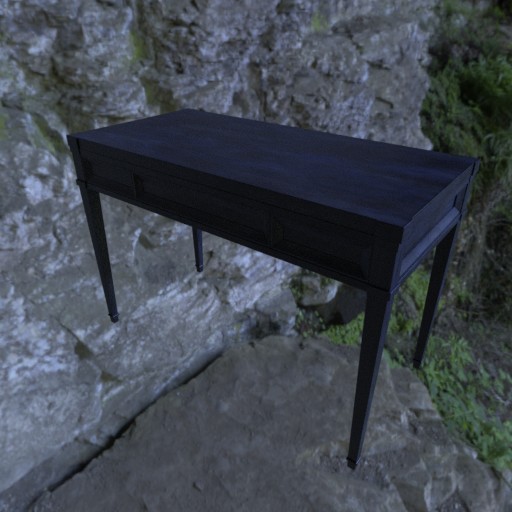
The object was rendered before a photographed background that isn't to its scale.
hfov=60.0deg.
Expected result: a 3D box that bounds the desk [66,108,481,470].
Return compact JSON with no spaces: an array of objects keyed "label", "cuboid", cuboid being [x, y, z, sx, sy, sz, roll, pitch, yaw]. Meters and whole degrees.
[{"label":"desk","cuboid":[0.000,0.000,1.721,1.289,0.861,0.630,21,35,32]}]
